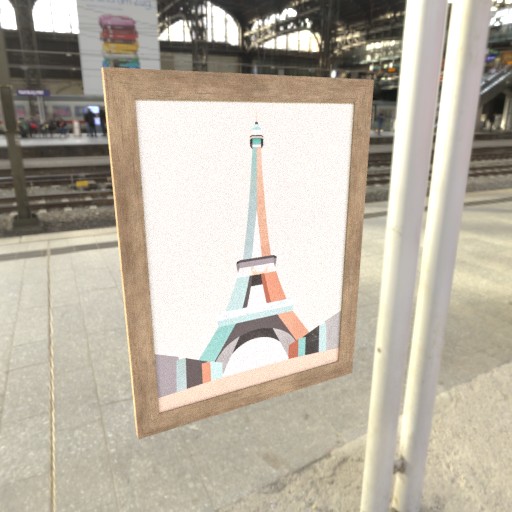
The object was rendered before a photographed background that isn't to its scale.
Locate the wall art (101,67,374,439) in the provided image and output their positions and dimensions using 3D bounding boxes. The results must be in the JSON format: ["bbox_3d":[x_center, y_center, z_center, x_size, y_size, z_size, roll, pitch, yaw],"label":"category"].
[{"bbox_3d":[0.000,0.000,0.903,0.534,0.686,0.018,-9,19,-26],"label":"wall art"}]
